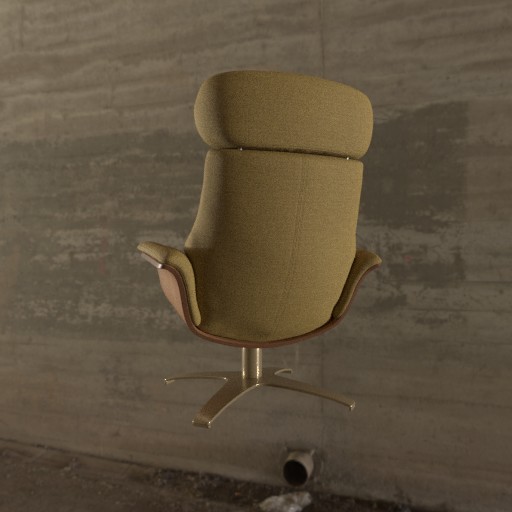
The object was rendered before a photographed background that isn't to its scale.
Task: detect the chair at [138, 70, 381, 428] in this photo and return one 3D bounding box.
[{"bbox_3d":[0.000,0.000,1.568,0.785,0.995,0.837,0,-1,-19],"label":"chair"}]
